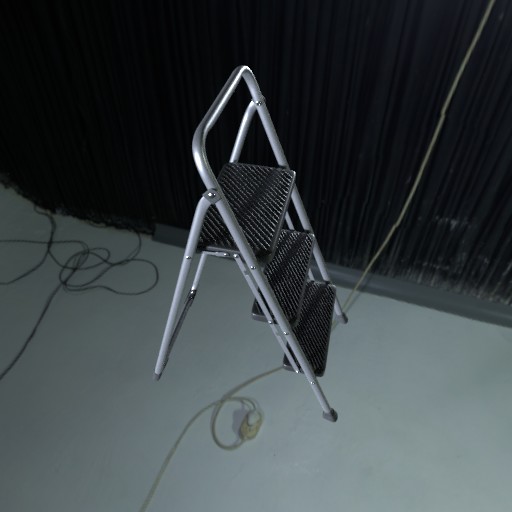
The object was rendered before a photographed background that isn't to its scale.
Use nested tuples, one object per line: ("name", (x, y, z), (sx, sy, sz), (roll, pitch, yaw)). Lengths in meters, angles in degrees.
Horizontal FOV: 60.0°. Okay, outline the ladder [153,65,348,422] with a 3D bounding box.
("ladder", (0.000, 0.000, 1.267), (0.629, 0.945, 0.430), (9, 46, 9))
